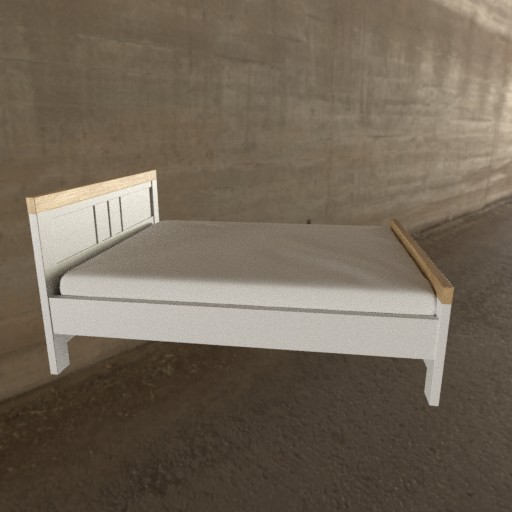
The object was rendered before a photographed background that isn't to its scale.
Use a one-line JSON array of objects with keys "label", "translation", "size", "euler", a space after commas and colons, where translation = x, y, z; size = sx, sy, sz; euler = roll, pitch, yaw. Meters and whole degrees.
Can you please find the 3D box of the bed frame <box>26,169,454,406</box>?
[{"label": "bed frame", "translation": [0.000, 0.000, 2.968], "size": [2.050, 0.980, 1.670], "euler": [2, 16, 8]}]
